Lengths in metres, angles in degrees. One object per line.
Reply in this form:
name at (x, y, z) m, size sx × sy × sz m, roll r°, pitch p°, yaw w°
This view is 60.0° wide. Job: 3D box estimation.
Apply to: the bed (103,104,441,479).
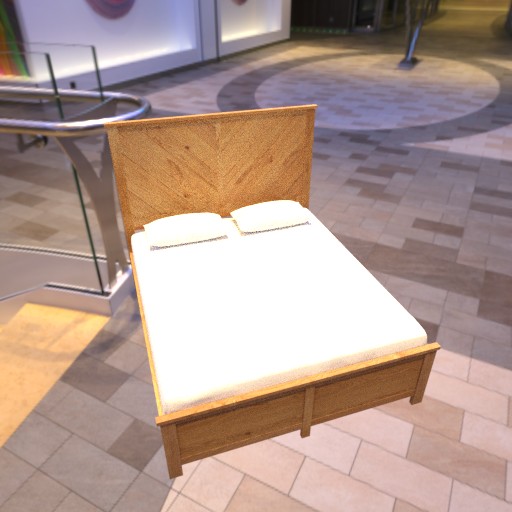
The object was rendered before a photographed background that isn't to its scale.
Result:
bed at (0.000, 0.000, 4.041) m, size 2.225 × 1.938 × 2.530 m, roll -10°, pitch 34°, yaw -16°
